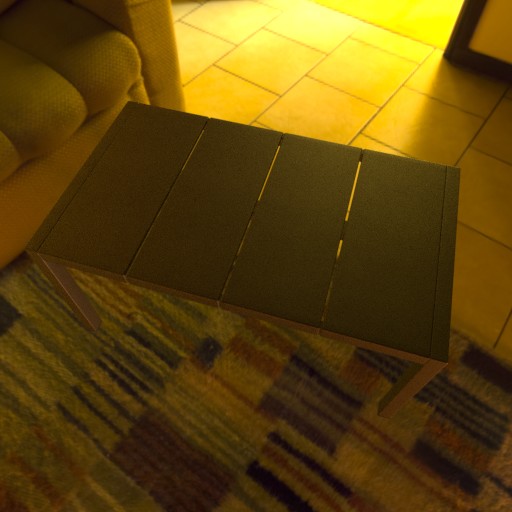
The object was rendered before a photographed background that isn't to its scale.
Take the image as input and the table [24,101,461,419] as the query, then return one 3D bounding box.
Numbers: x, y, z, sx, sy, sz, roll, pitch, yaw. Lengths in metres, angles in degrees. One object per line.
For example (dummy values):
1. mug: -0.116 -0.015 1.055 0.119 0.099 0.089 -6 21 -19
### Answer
1. table: 0.000 0.000 1.293 0.965 0.460 0.559 14 58 9
